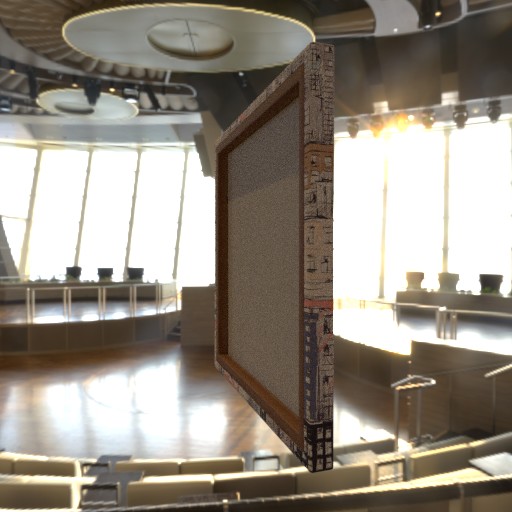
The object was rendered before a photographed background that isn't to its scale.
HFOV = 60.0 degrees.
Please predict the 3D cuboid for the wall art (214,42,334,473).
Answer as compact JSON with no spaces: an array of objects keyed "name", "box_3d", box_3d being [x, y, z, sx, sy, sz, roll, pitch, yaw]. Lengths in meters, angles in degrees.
[{"name":"wall art","box_3d":[0.000,0.000,0.914,0.038,0.608,0.607,0,1,-18]}]
